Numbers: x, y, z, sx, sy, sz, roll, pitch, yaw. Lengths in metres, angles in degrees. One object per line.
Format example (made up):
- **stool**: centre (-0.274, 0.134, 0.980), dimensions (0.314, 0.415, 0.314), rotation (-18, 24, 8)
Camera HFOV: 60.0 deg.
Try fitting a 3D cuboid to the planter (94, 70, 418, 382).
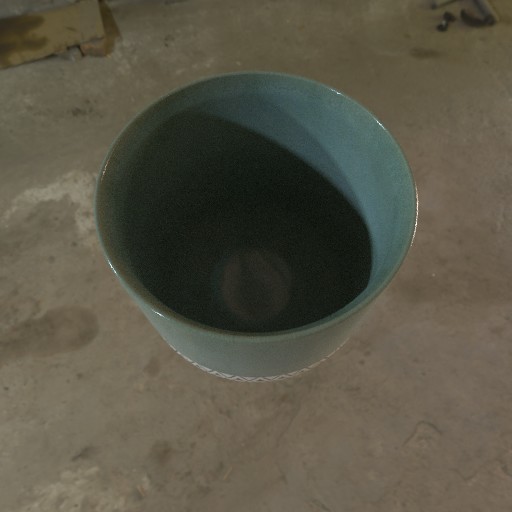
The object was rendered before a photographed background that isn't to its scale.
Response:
- **planter**: centre (0.000, 0.000, 0.487), dimensions (0.266, 0.270, 0.266), rotation (0, 64, 0)
